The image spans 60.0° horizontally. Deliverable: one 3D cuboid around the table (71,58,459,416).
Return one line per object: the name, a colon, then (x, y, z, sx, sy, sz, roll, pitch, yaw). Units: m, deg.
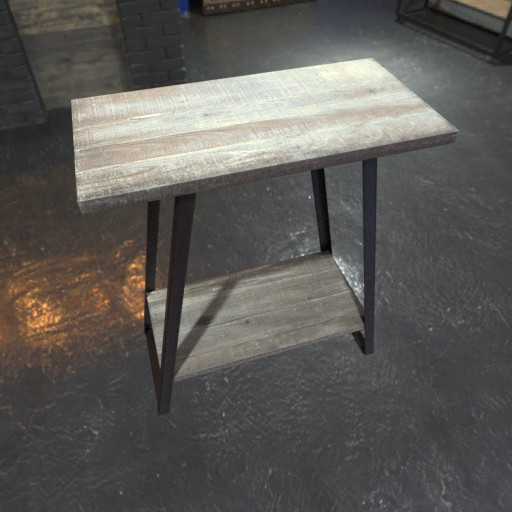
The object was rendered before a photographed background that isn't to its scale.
table: (0.000, 0.000, 1.010, 0.599, 0.701, 0.300, -13, 48, -12)
